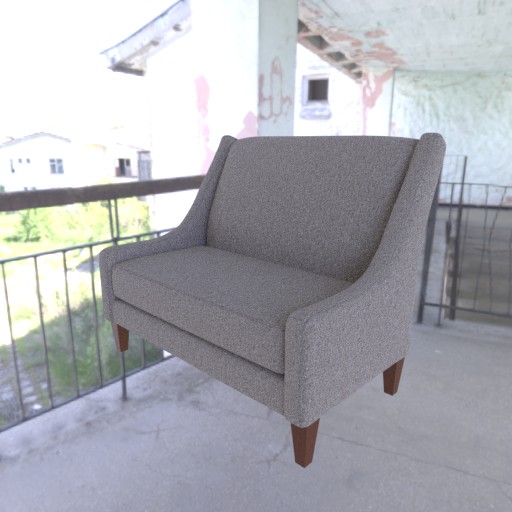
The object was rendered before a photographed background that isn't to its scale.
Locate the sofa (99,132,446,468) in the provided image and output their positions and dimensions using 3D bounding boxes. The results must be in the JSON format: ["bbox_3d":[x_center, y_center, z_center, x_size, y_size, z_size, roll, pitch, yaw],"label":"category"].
[{"bbox_3d":[0.000,0.000,1.922,1.242,1.026,0.862,14,20,42],"label":"sofa"}]
